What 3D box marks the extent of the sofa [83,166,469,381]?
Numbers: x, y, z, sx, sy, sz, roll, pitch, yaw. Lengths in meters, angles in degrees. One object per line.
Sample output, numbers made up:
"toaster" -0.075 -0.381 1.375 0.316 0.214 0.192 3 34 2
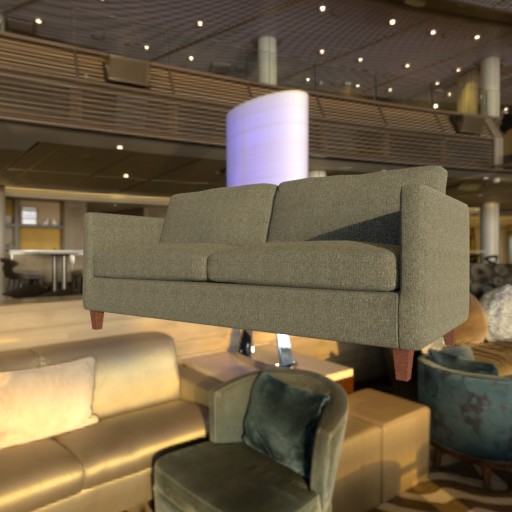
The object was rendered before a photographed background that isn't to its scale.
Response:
"sofa" 0.000 0.000 2.664 2.208 0.965 0.948 0 0 35
